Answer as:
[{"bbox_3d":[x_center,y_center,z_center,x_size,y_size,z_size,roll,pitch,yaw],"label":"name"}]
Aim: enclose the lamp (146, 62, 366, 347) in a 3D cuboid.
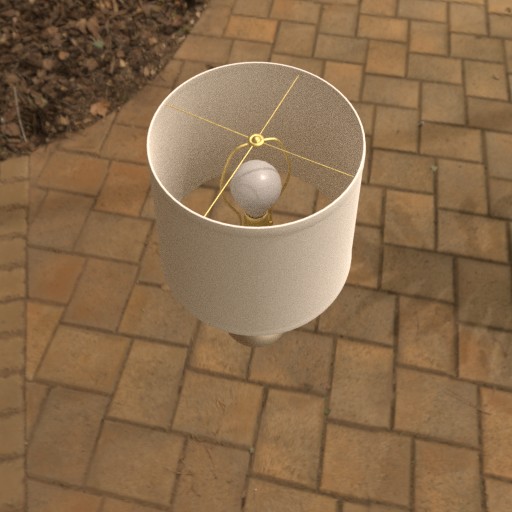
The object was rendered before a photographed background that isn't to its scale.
[{"bbox_3d":[0.000,0.000,0.805,0.328,0.619,0.328,0,62,0],"label":"lamp"}]
